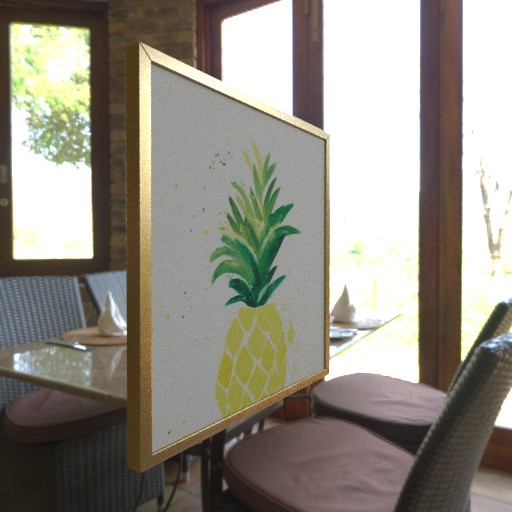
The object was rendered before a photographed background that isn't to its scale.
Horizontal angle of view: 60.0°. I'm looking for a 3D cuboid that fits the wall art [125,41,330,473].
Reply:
[{"bbox_3d":[0.000,0.000,1.102,0.037,0.760,0.762,1,1,35],"label":"wall art"}]
